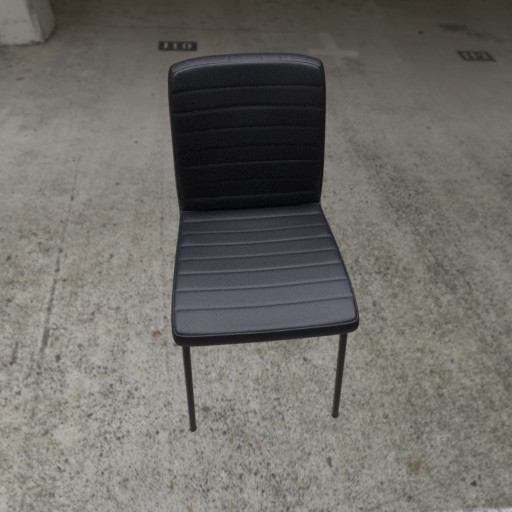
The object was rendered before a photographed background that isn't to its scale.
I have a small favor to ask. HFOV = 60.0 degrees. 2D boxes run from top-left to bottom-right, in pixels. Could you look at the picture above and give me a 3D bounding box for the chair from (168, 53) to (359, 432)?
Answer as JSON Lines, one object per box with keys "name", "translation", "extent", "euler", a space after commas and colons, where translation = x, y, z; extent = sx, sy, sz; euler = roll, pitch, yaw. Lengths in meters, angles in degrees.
{"name": "chair", "translation": [0.000, 0.000, 1.212], "extent": [0.450, 0.872, 0.572], "euler": [-4, 46, -4]}
